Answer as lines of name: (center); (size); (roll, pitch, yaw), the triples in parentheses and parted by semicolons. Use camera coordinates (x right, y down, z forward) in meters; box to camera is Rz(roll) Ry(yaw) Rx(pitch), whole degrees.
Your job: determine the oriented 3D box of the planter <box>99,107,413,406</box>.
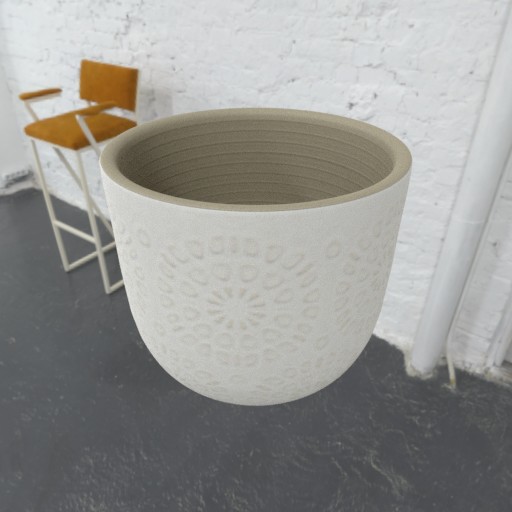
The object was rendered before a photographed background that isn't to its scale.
planter: (0.000, 0.000, 0.212); (0.124, 0.109, 0.124); (0, 32, 0)
